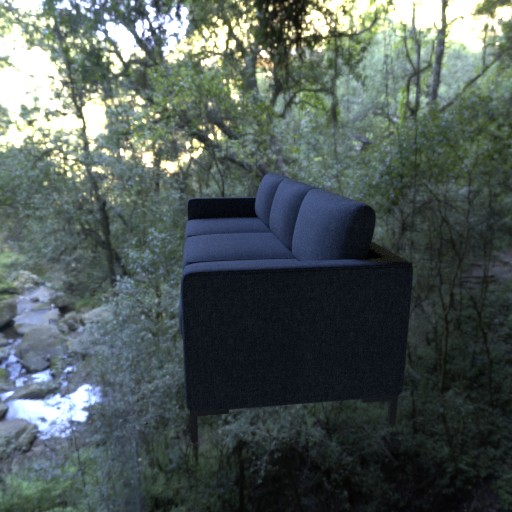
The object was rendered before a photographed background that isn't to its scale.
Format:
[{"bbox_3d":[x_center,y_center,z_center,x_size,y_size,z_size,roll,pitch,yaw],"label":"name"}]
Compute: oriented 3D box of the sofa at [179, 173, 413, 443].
[{"bbox_3d":[0.000,0.000,2.649,0.859,0.874,2.218,-2,14,-8],"label":"sofa"}]
